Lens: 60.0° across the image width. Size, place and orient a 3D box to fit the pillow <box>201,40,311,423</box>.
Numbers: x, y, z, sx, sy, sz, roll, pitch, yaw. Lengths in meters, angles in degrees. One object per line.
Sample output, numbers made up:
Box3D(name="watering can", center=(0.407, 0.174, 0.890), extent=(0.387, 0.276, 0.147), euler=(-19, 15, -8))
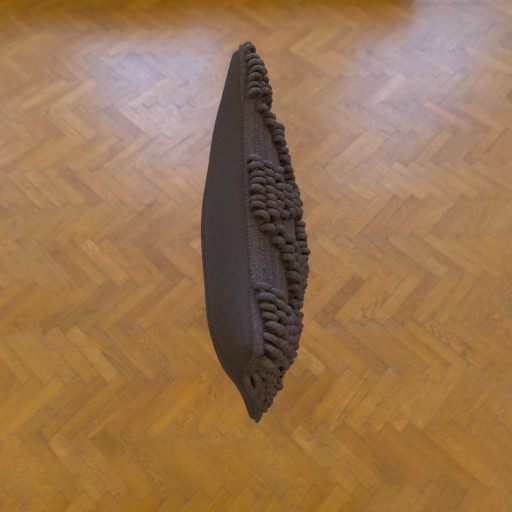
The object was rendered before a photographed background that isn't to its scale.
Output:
Box3D(name="pillow", center=(0.000, 0.000, 0.729), extent=(0.172, 0.467, 0.470), euler=(-3, 64, -1))
